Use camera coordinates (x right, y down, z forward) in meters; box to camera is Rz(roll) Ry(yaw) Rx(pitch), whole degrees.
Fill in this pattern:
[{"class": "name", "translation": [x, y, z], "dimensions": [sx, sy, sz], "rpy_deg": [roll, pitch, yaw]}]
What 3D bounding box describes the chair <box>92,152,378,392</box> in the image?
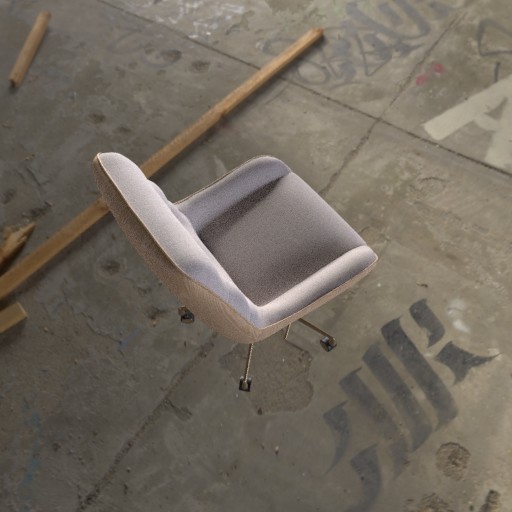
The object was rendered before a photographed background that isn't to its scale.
[{"class": "chair", "translation": [0.000, 0.000, 1.364], "dimensions": [0.668, 0.952, 0.564], "rpy_deg": [-32, 64, -18]}]
